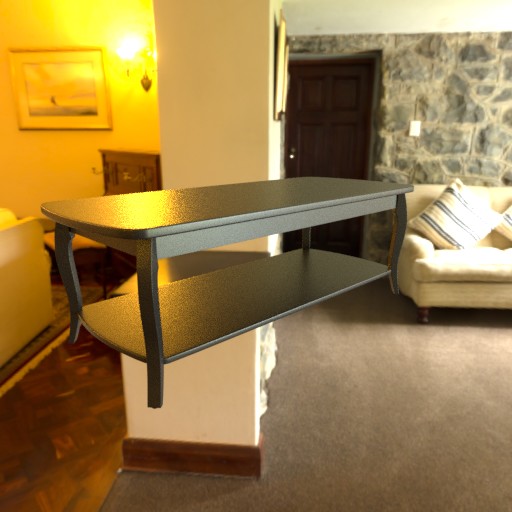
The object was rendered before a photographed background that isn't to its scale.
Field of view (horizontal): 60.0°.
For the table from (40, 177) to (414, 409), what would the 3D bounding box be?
[{"bbox_3d":[0.000,0.000,1.606,1.333,0.457,0.571,-14,21,-42],"label":"table"}]
